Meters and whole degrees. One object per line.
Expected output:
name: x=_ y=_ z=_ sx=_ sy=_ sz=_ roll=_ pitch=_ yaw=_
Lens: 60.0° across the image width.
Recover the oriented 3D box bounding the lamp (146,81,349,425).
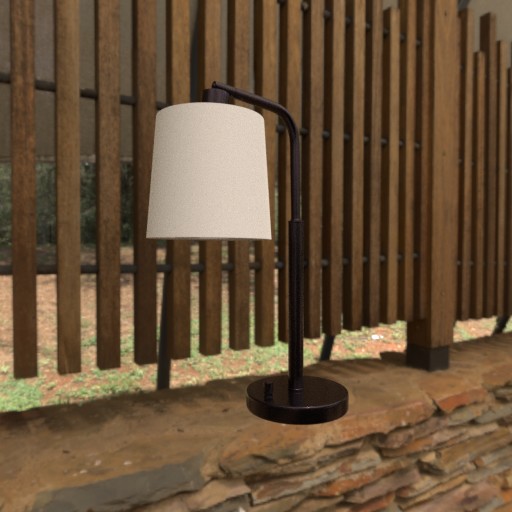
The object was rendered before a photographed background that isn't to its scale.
lamp: x=0.000 y=0.000 z=0.666 sx=0.333 sy=0.489 sz=0.171 roll=-1 pitch=1 yaw=-37
